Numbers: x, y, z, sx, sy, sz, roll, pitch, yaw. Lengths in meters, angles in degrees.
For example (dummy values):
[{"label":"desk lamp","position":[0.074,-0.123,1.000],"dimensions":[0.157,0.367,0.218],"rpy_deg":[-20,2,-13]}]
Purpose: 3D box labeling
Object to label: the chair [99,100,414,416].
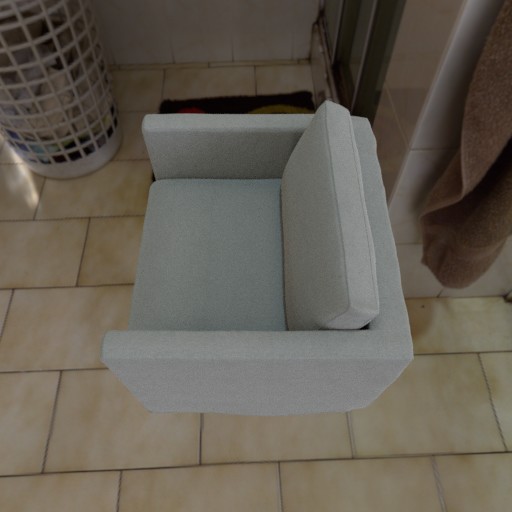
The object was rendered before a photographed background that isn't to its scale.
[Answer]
[{"label":"chair","position":[0.000,0.000,1.767],"dimensions":[0.949,0.863,1.057],"rpy_deg":[0,59,0]}]
